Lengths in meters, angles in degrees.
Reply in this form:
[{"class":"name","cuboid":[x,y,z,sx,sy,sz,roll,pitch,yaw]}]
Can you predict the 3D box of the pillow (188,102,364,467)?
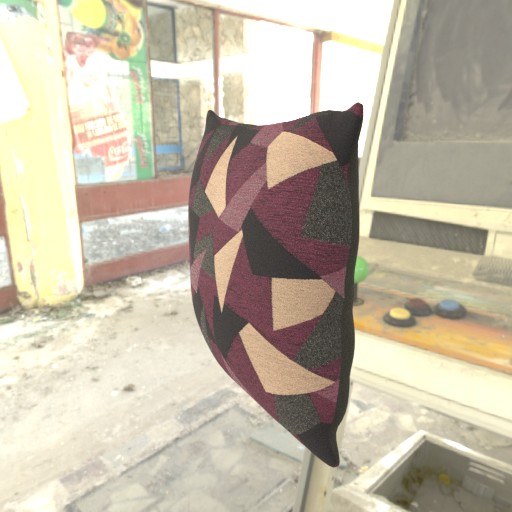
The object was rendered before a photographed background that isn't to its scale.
[{"class":"pillow","cuboid":[0.000,0.000,0.766,0.208,0.496,0.503,-8,18,-25]}]
